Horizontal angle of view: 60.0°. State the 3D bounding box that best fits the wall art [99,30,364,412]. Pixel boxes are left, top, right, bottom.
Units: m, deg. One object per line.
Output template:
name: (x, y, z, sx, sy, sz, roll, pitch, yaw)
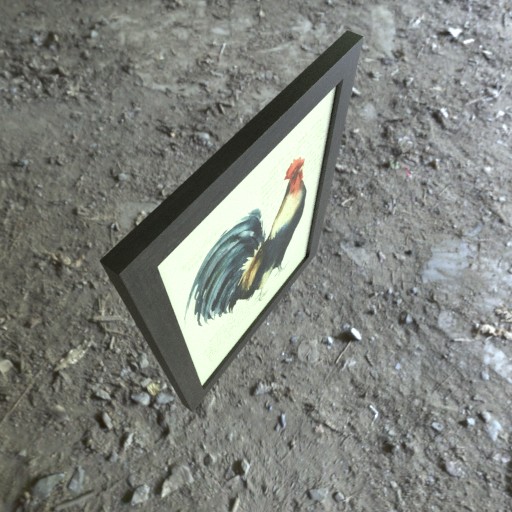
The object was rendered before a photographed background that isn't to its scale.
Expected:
wall art: (0.000, 0.000, 0.775, 0.027, 0.580, 0.479, 32, 63, 18)
